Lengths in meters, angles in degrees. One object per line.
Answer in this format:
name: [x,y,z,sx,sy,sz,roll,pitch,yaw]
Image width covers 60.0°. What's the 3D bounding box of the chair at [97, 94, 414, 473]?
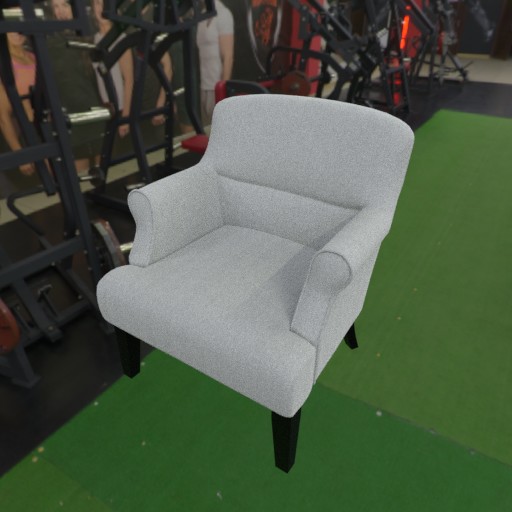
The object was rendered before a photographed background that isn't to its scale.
chair: [0.000,0.000,1.438,0.781,0.875,0.750,19,36,29]
